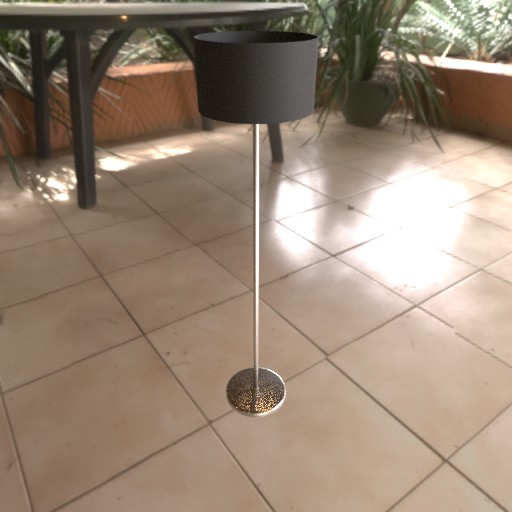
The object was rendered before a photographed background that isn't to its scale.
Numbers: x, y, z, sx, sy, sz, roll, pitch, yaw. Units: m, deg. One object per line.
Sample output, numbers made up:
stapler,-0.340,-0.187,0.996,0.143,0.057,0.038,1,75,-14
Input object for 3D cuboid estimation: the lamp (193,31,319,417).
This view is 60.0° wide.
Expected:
lamp,0.000,0.000,1.618,0.348,1.443,0.348,-21,37,-30
